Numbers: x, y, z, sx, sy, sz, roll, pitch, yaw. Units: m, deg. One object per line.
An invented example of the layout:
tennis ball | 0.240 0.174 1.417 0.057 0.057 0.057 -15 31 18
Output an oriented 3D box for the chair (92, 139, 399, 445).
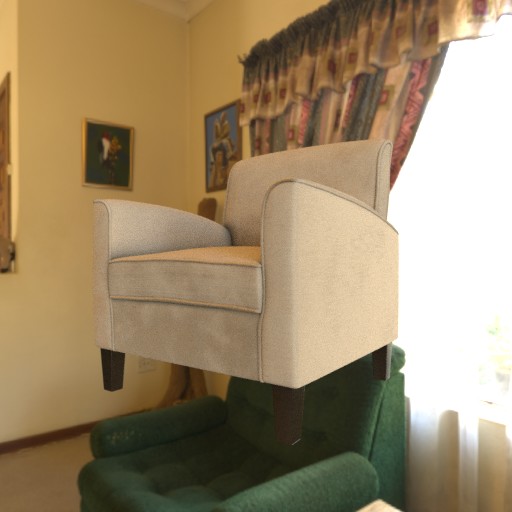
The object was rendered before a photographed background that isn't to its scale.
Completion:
chair | 0.000 0.000 1.597 0.820 0.915 0.821 0 1 36
